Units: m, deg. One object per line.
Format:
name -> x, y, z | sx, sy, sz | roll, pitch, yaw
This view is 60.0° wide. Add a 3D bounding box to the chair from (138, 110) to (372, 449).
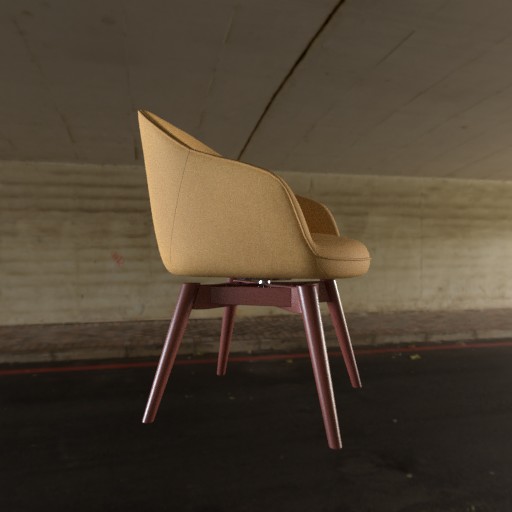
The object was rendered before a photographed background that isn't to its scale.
chair -> 0.000, 0.000, 1.256 | 0.635, 0.823, 0.596 | 0, 0, 18
